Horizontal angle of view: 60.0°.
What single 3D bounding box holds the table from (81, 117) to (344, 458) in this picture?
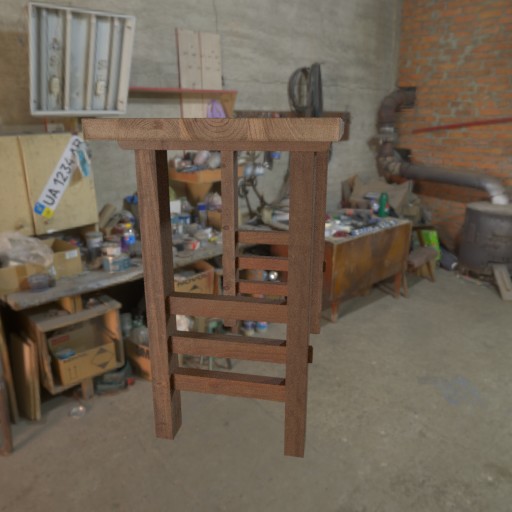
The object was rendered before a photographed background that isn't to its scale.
[{"bbox_3d":[0.000,0.000,1.568,0.556,0.914,1.119,3,17,11],"label":"table"}]
